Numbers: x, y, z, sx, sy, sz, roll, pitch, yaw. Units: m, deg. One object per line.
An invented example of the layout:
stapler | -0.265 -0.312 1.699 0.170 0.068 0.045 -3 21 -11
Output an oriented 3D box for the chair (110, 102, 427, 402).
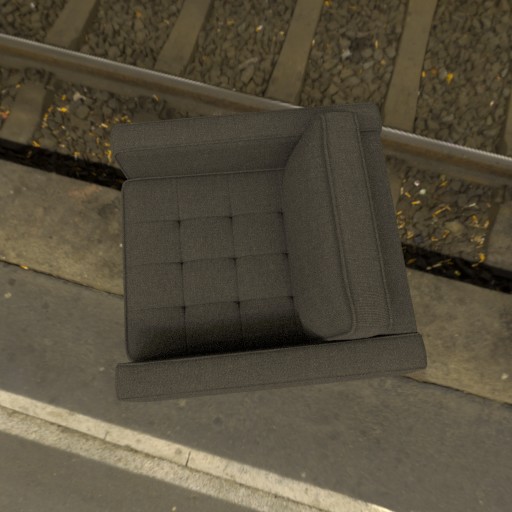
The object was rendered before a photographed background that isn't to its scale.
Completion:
chair | 0.000 0.000 1.560 0.919 0.770 0.899 -6 75 -1
